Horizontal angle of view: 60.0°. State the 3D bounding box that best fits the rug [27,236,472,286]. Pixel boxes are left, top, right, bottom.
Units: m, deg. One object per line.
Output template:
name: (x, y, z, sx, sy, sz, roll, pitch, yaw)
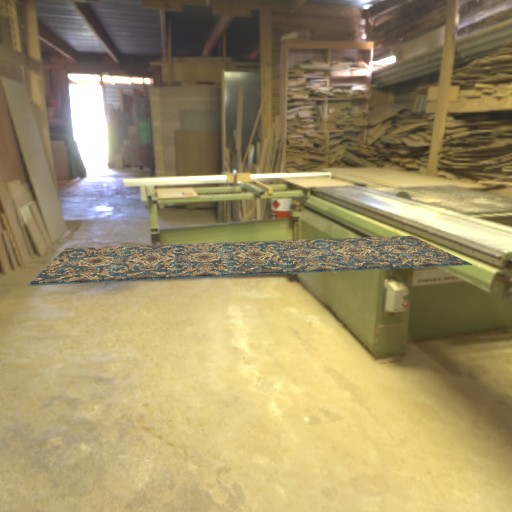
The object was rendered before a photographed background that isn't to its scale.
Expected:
rug: (0.000, 0.000, 2.584, 2.292, 0.014, 0.685, -2, 16, -8)
